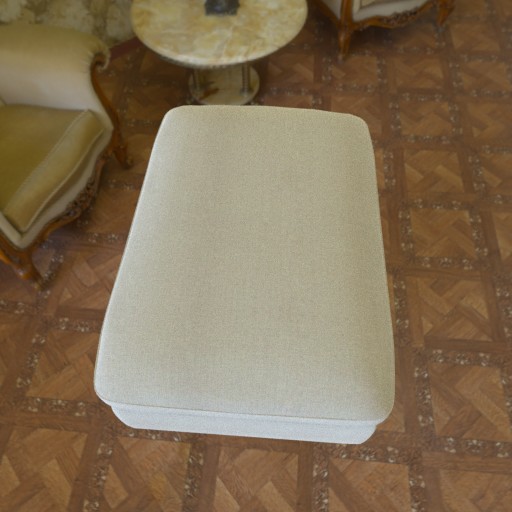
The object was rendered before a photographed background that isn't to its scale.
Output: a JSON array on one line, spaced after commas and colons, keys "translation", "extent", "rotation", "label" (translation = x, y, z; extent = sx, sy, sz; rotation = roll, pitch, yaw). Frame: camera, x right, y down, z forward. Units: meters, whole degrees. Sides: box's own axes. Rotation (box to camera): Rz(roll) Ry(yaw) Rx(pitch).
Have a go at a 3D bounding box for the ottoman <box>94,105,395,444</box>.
[{"translation": [0.000, 0.000, 1.328], "extent": [0.686, 0.453, 0.984], "rotation": [3, 57, 2], "label": "ottoman"}]
